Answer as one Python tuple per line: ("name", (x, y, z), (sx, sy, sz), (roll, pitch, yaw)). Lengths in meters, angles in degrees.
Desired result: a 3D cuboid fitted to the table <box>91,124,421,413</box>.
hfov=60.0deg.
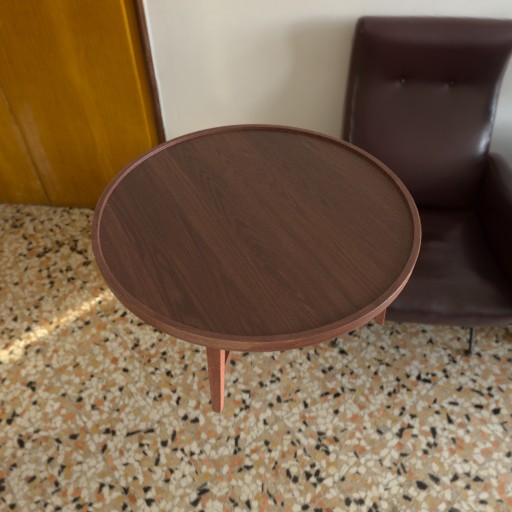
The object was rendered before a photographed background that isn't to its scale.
("table", (0.000, 0.000, 1.238), (0.800, 0.360, 0.800), (0, 46, 0))
